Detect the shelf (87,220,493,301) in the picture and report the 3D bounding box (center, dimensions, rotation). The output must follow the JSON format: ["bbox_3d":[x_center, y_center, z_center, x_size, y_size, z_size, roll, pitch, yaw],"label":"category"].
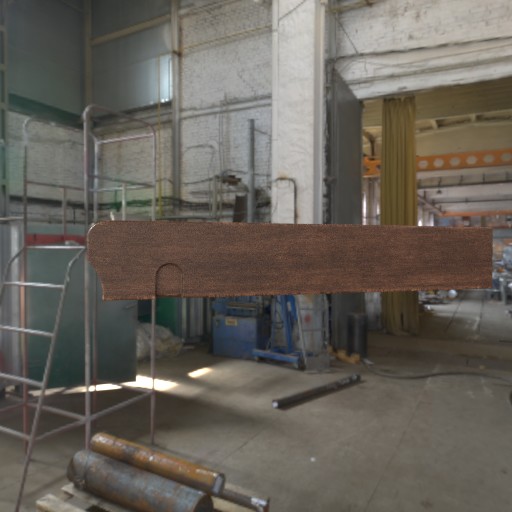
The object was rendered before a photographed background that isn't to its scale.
[{"bbox_3d":[0.000,0.000,0.463,0.310,0.050,0.310,0,1,-17],"label":"shelf"}]
